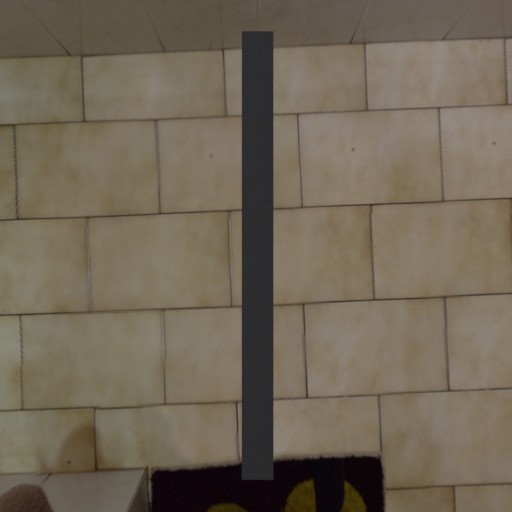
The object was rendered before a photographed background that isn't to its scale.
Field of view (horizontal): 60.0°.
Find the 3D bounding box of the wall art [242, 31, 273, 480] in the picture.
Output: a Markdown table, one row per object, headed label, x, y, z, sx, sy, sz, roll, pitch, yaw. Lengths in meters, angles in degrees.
| label | x | y | z | sx | sy | sz | roll | pitch | yaw |
| --- | --- | --- | --- | --- | --- | --- | --- | --- | --- |
| wall art | 0.000 | 0.000 | 0.751 | 0.036 | 0.503 | 0.506 | 0 | 90 | 0 |
